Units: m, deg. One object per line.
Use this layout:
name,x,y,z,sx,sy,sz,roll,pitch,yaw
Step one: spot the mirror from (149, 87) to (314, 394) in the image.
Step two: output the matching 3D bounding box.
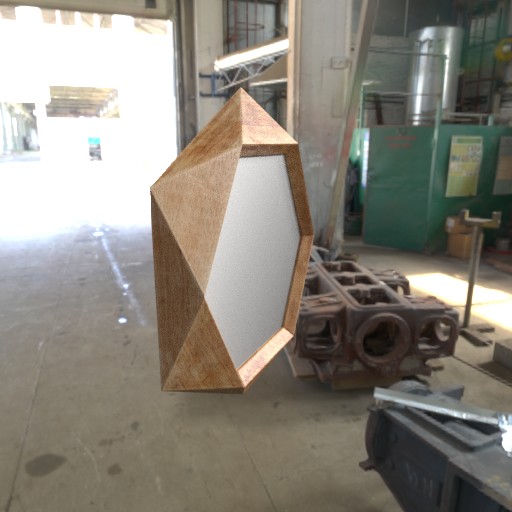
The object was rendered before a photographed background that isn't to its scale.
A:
mirror,0.000,0.000,1.083,0.091,0.779,0.675,7,16,25
